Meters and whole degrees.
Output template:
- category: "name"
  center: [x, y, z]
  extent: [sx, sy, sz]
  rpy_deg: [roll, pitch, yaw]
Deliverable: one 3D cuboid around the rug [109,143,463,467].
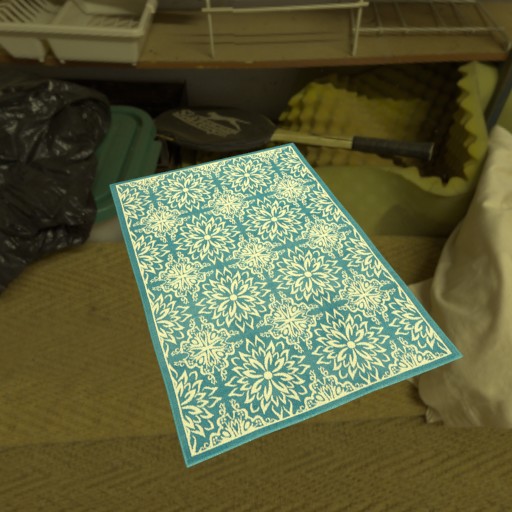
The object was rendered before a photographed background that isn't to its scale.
- category: "rug"
  center: [0.000, 0.000, 2.907]
  extent: [1.554, 0.012, 2.205]
  rpy_deg: [-16, 50, -14]
